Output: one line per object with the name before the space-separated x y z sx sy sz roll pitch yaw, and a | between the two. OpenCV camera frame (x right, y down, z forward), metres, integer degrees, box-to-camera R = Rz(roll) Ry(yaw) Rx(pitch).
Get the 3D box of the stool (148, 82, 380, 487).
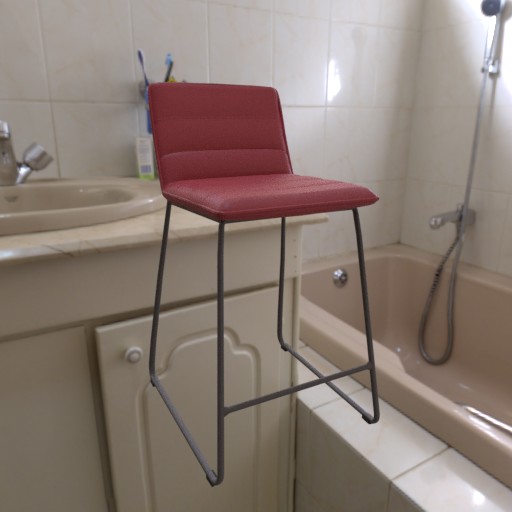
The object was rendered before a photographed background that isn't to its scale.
stool | 0.000 0.000 1.147 0.489 0.866 0.524 -9 19 -26
